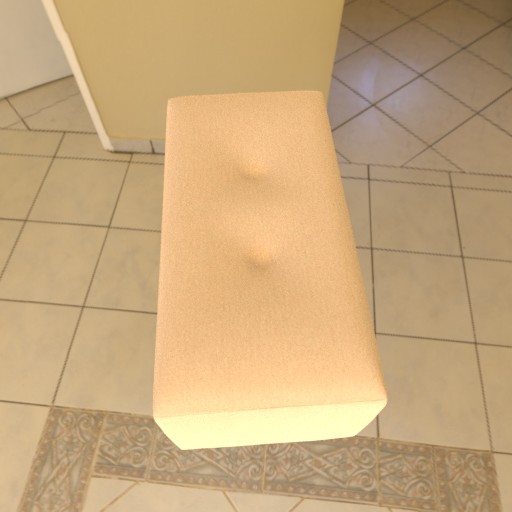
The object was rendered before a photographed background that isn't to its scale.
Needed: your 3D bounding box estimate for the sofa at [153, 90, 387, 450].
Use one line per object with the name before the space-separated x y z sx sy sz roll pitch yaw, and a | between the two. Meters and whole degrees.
sofa | 0.000 0.000 1.234 0.480 0.470 0.930 -3 59 -2
